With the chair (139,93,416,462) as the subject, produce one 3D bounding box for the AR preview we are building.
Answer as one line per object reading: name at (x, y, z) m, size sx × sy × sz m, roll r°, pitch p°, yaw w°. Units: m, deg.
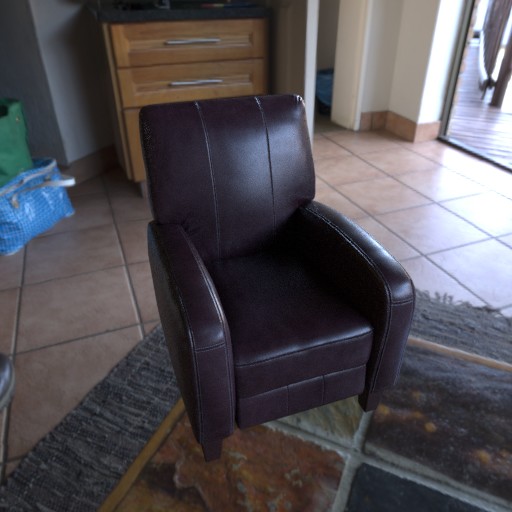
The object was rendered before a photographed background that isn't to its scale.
chair at (0.000, 0.000, 1.655) m, size 0.762 × 0.990 × 0.990 m, roll -11°, pitch 33°, yaw -16°
